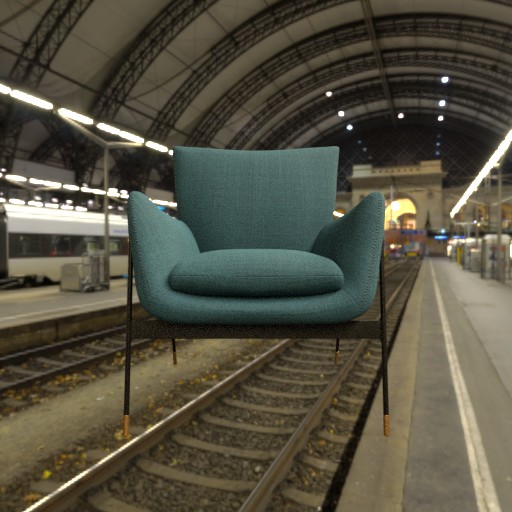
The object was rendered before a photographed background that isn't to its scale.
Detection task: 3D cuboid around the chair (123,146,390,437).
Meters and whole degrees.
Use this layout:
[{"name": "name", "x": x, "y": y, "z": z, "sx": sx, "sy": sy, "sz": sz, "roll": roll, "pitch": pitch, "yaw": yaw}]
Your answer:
[{"name": "chair", "x": 0.000, "y": 0.000, "z": 1.421, "sx": 0.678, "sy": 0.859, "sz": 0.769, "roll": 0, "pitch": 1, "yaw": 0}]
